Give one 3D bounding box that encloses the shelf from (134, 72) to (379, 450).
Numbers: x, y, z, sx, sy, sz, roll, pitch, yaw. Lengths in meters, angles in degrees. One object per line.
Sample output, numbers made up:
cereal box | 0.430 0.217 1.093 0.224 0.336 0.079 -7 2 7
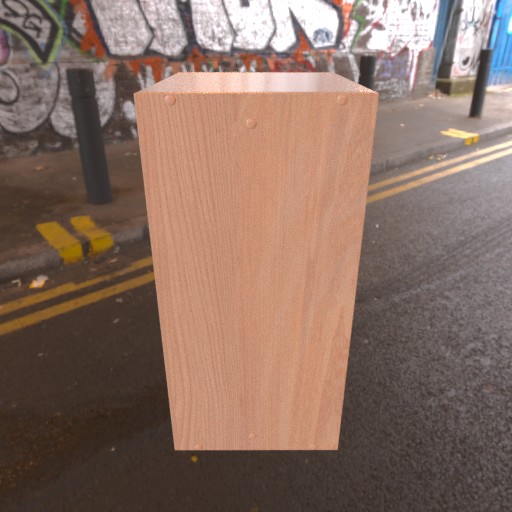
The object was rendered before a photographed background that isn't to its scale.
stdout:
shelf | 0.000 0.000 0.812 0.290 0.600 0.350 0 26 0
